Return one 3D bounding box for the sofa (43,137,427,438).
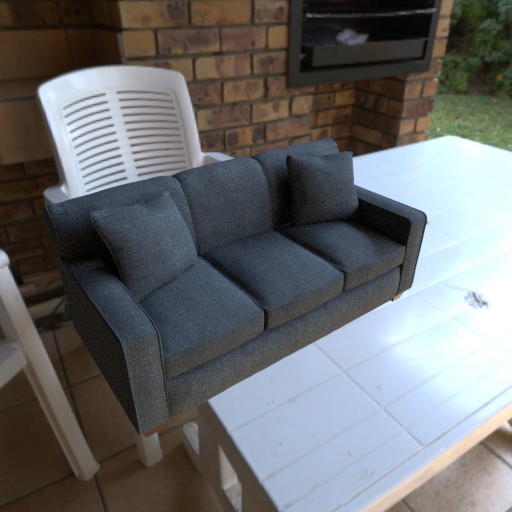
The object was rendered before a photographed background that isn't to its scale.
[{"bbox_3d":[0.000,0.000,2.652,2.024,0.958,0.997,-21,36,-31],"label":"sofa"}]
